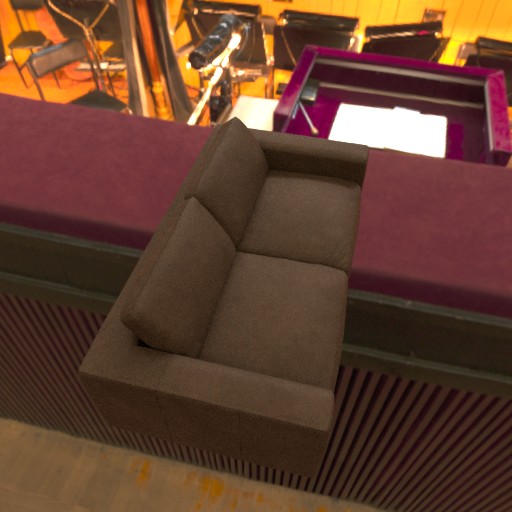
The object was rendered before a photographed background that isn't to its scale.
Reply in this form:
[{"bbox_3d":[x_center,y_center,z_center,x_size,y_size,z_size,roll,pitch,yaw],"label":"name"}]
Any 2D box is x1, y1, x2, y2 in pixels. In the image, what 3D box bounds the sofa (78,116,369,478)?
[{"bbox_3d":[0.000,0.000,2.455,1.070,0.800,1.920,11,49,9],"label":"sofa"}]
